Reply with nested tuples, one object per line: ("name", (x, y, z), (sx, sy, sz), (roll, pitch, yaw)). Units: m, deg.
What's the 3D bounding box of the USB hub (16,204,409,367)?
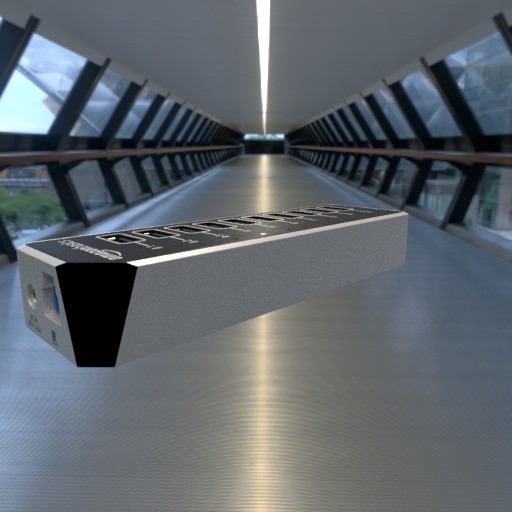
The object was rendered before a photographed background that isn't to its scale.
("USB hub", (0.000, 0.000, 0.158), (0.145, 0.023, 0.044), (-12, 18, -43))
